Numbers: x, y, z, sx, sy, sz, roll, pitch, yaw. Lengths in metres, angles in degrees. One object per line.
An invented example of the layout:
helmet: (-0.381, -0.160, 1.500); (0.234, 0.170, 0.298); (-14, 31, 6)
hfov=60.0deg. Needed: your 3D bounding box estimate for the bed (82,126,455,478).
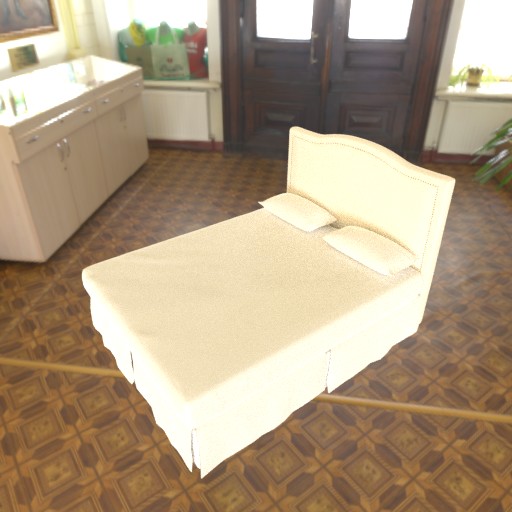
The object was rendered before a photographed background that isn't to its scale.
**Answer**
bed: (0.000, 0.000, 3.449); (2.282, 1.436, 1.821); (-22, 38, -31)
